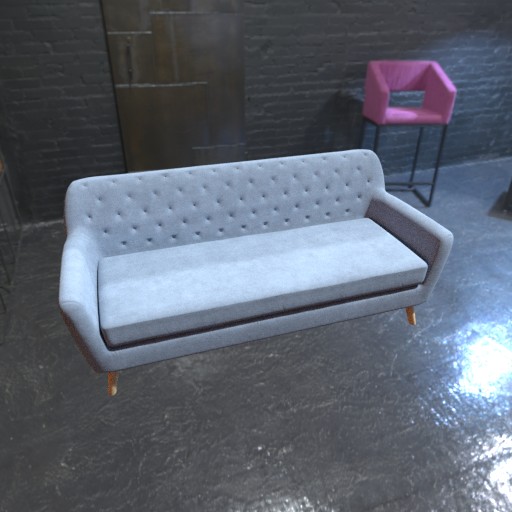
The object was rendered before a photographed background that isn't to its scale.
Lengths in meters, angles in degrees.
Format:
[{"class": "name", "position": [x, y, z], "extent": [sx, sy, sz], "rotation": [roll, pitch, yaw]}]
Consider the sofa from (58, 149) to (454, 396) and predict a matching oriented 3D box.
[{"class": "sofa", "position": [0.000, 0.000, 2.467], "extent": [1.970, 0.830, 0.830], "rotation": [-9, 32, -16]}]
